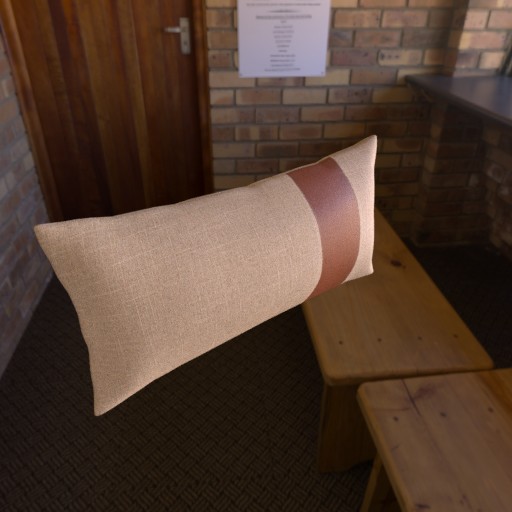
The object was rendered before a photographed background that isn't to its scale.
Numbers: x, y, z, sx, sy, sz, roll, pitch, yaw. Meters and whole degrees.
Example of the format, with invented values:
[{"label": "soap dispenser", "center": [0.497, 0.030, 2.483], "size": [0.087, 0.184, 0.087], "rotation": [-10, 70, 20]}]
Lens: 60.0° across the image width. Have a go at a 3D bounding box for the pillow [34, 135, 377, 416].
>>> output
[{"label": "pillow", "center": [0.000, 0.000, 0.728], "size": [0.612, 0.282, 0.155], "rotation": [-22, 37, -32]}]
